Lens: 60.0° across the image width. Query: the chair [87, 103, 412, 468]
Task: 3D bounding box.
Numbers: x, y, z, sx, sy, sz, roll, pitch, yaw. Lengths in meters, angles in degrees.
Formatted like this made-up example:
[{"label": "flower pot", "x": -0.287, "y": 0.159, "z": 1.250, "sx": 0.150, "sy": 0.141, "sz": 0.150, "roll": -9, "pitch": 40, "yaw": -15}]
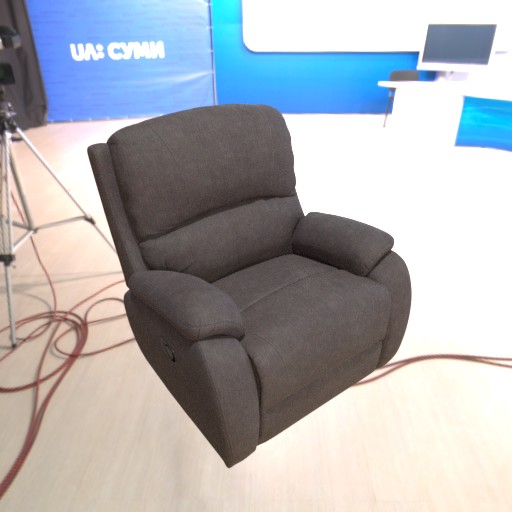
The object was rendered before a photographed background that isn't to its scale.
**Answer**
[{"label": "chair", "x": 0.000, "y": 0.000, "z": 1.709, "sx": 0.930, "sy": 1.011, "sz": 0.899, "roll": -21, "pitch": 36, "yaw": -32}]
